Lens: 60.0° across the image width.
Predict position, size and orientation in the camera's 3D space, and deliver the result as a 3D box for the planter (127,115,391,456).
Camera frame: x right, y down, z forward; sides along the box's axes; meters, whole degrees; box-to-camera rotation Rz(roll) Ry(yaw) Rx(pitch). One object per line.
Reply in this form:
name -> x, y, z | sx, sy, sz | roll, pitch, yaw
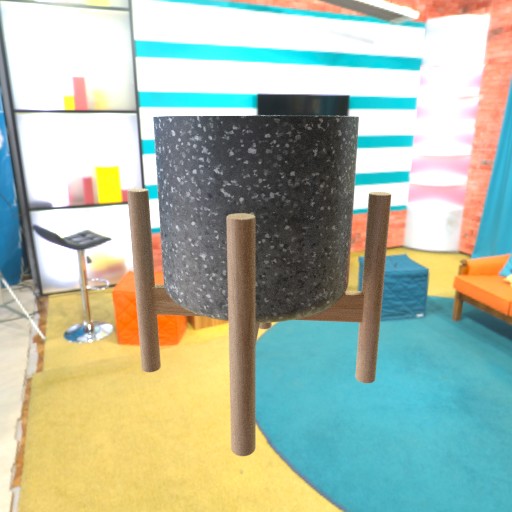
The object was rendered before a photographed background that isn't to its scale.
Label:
planter -> 0.000, 0.000, 0.535 | 0.284, 0.320, 0.284 | 9, 19, 27
